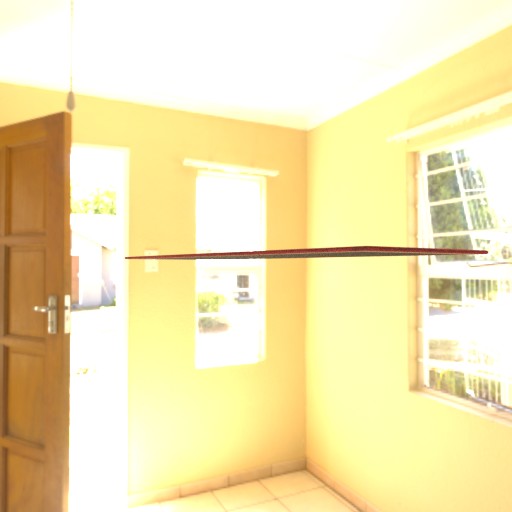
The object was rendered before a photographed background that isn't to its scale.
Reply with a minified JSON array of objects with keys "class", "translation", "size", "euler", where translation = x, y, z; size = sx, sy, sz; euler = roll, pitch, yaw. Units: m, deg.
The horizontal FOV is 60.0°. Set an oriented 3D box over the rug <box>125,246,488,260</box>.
[{"class":"rug","translation":[0.000,0.000,2.729],"size":[0.813,0.018,2.439],"euler":[1,-2,-35]}]
